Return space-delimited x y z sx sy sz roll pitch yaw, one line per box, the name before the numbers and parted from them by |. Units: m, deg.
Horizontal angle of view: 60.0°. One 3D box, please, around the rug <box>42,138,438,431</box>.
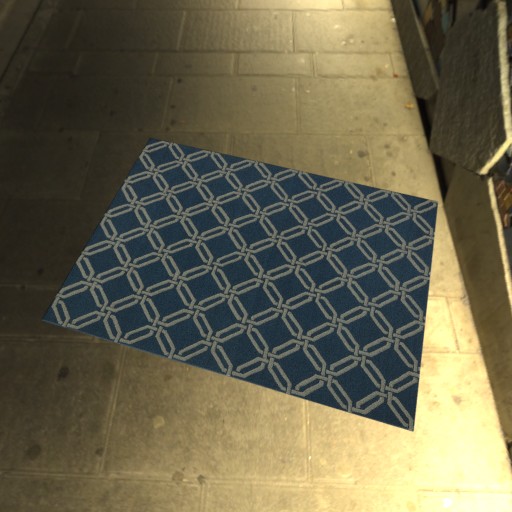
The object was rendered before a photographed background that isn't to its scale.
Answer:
rug | 0.000 0.000 4.381 3.342 0.018 2.432 14 59 9
